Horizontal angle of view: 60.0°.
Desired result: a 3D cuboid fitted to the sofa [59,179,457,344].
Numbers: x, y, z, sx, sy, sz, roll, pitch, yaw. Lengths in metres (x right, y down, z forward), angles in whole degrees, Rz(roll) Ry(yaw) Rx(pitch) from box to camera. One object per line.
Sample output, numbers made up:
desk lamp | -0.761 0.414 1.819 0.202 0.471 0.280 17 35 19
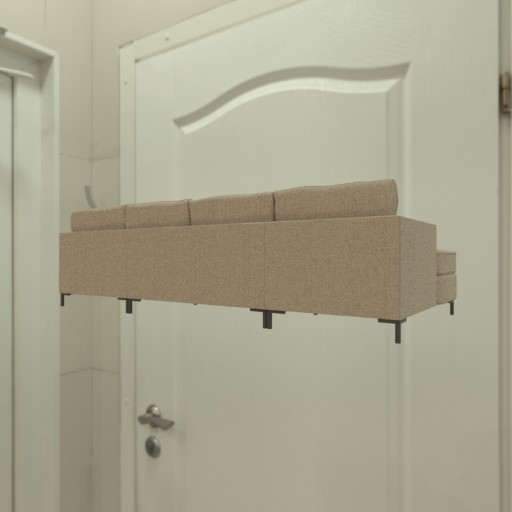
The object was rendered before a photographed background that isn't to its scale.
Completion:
sofa | 0.000 0.000 4.273 3.423 0.996 2.021 0 0 34
